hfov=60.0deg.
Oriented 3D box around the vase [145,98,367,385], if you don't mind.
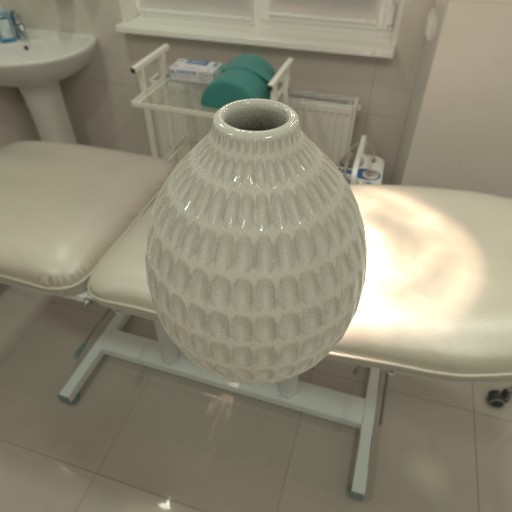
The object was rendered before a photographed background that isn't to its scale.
[{"bbox_3d":[0.000,0.000,0.331,0.162,0.223,0.162,0,43,0],"label":"vase"}]
